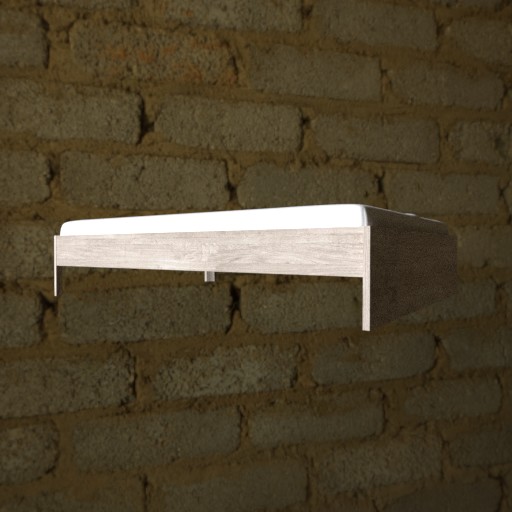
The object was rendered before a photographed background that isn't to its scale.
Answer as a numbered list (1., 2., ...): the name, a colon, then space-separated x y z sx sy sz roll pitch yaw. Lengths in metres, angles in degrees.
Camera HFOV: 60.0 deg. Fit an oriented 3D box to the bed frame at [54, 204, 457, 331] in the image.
1. bed frame: 0.000 0.000 2.641 1.950 0.462 1.490 1 1 35
